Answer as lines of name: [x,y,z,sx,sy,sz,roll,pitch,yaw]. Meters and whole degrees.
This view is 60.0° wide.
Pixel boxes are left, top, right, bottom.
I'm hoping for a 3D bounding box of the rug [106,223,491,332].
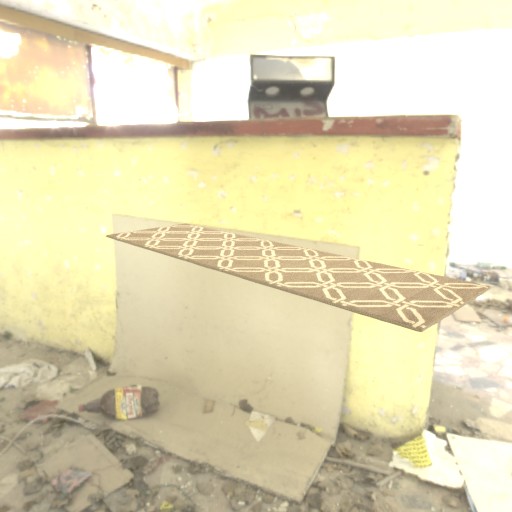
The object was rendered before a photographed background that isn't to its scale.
rug: [0.000,0.000,2.511,0.678,0.014,2.276,-14,19,-43]
